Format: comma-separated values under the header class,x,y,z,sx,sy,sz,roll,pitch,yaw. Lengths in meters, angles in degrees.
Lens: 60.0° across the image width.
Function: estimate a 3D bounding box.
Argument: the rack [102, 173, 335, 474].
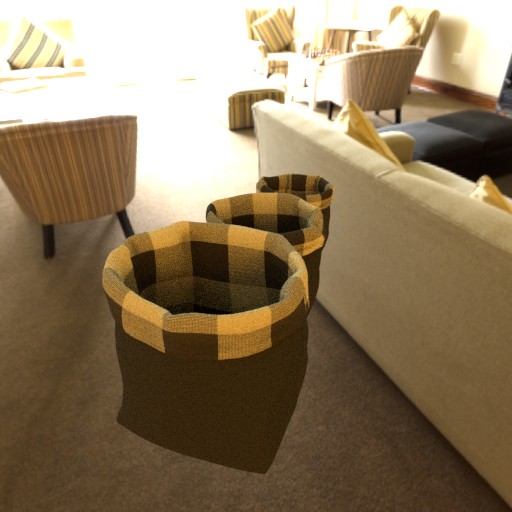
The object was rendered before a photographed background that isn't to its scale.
class,x,y,z,sx,sy,sz,roll,pitch,yaw
rack,0.000,0.000,1.076,0.370,0.329,0.889,10,35,15
